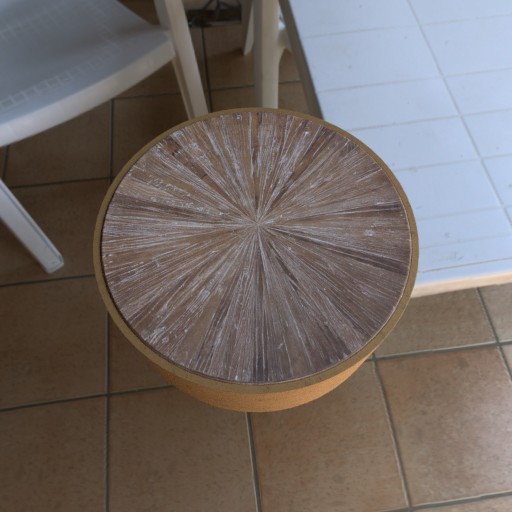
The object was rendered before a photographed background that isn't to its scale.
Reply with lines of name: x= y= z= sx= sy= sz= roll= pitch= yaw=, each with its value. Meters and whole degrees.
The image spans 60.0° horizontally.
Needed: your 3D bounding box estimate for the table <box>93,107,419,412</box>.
table: x=0.000 y=0.000 z=1.553 sx=1.001 sy=0.409 sz=1.001 roll=0 pitch=63 yaw=0
